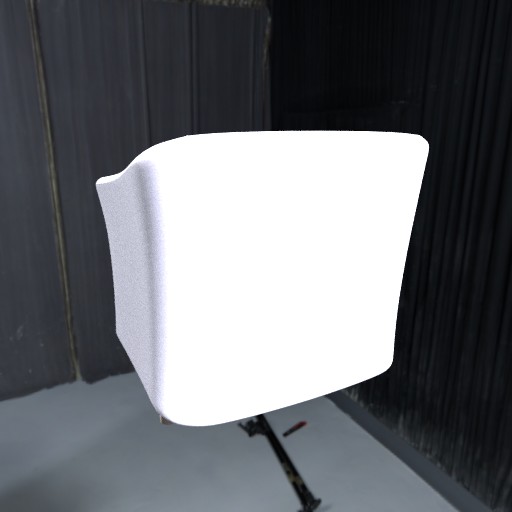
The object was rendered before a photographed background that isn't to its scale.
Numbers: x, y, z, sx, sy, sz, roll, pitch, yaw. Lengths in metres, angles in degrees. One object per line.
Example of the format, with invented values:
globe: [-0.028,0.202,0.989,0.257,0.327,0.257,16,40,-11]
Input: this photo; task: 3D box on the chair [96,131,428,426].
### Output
chair: [0.000,0.000,1.332,0.790,0.720,0.700,-8,17,-26]
